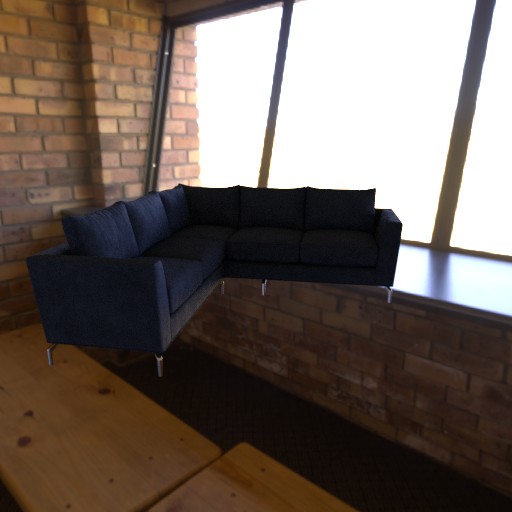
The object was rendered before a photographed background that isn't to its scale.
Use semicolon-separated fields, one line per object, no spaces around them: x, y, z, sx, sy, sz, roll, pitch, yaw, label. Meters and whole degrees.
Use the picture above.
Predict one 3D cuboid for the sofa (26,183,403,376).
0.000;0.000;3.759;2.463;0.988;2.472;3;15;10;sofa
